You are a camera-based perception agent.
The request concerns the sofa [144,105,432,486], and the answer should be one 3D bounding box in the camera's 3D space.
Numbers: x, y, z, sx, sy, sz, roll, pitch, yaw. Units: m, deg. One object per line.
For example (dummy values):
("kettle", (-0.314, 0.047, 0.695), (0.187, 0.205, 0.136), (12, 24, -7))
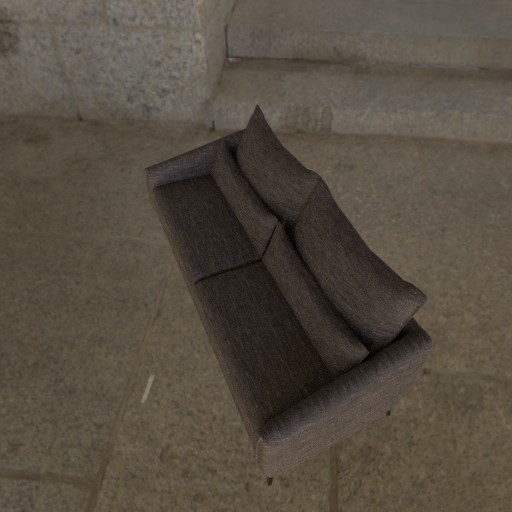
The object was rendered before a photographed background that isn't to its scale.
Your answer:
("sofa", (0.000, 0.000, 2.452), (0.807, 0.843, 2.019), (-17, 48, -16))
